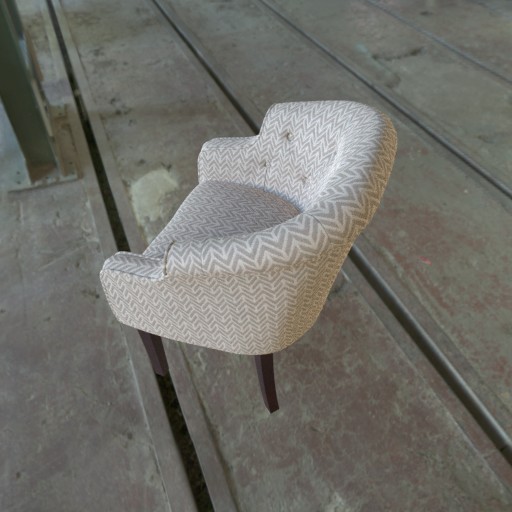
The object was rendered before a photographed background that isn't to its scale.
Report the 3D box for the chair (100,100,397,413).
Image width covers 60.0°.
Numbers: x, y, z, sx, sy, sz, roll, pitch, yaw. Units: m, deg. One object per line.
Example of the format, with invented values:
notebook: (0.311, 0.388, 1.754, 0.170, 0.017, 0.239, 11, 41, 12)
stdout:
chair: (0.000, 0.000, 1.291, 0.613, 0.858, 0.686, 16, 49, 14)
